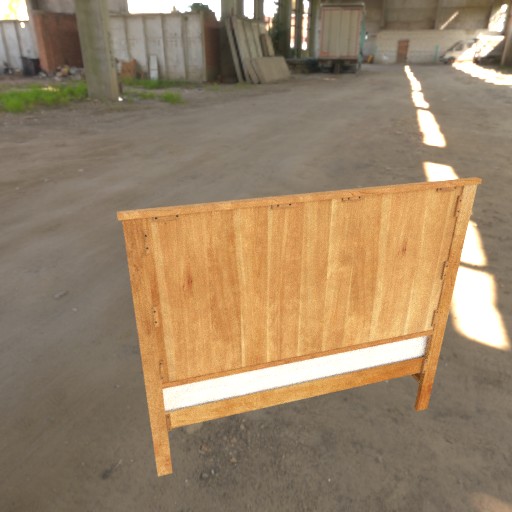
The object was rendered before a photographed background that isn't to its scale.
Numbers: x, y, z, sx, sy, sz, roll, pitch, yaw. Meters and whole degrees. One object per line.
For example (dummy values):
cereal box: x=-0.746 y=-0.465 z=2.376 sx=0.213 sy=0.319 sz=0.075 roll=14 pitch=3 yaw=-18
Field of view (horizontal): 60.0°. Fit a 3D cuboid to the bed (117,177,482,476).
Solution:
bed: x=0.000 y=0.000 z=4.028 sx=2.225 sy=1.938 sz=2.530 roll=-8 pitch=27 yaw=-15
